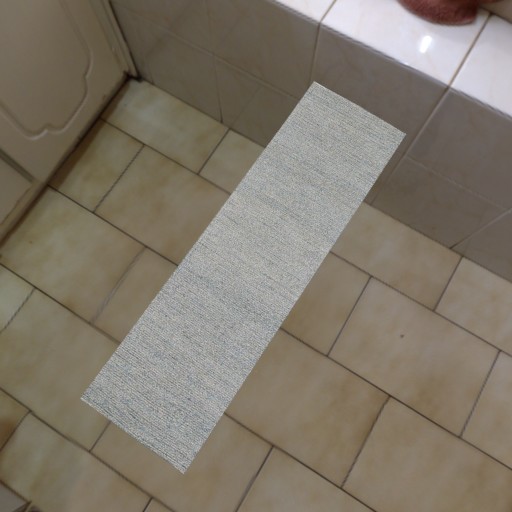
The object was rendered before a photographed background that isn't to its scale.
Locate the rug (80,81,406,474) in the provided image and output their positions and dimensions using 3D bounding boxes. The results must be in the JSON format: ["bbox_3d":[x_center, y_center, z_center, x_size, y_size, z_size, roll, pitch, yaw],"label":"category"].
[{"bbox_3d":[0.000,0.000,2.543,0.675,0.037,2.341,33,78,8],"label":"rug"}]
